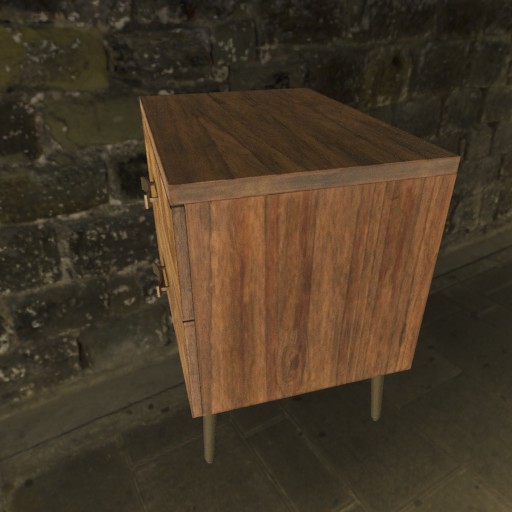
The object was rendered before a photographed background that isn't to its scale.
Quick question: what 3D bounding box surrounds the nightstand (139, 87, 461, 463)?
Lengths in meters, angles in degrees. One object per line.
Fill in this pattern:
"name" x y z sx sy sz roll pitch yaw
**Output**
"nightstand" 0.000 0.000 1.010 0.458 0.610 0.610 -8 31 -14
